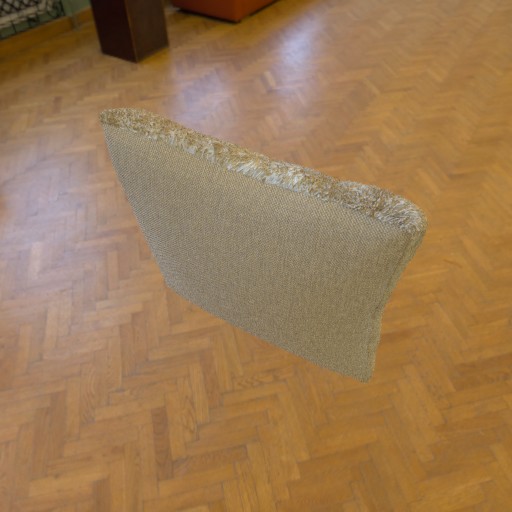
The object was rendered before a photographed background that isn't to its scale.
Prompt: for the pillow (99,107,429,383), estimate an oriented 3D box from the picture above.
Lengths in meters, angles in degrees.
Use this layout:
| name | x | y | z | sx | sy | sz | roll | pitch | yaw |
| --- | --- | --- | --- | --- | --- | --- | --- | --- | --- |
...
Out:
| name | x | y | z | sx | sy | sz | roll | pitch | yaw |
| --- | --- | --- | --- | --- | --- | --- | --- | --- | --- |
| pillow | 0.000 | 0.000 | 0.815 | 0.529 | 0.515 | 0.218 | 23 | 51 | 20 |
